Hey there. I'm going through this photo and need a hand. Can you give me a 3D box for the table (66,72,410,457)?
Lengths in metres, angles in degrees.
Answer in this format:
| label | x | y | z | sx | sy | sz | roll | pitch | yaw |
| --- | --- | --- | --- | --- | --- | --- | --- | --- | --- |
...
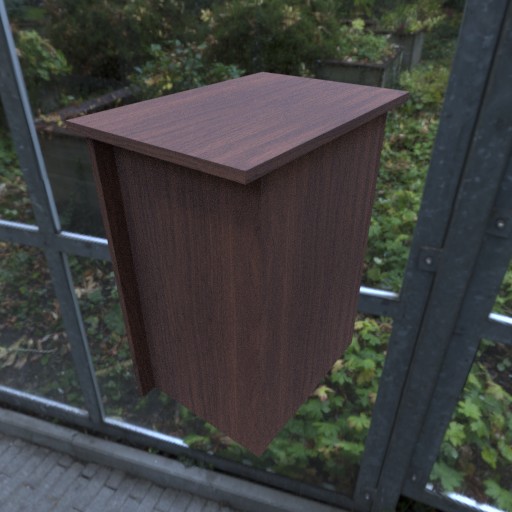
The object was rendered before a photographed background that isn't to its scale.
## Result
| label | x | y | z | sx | sy | sz | roll | pitch | yaw |
| --- | --- | --- | --- | --- | --- | --- | --- | --- | --- |
| table | 0.000 | 0.000 | 1.069 | 0.406 | 0.711 | 0.589 | 22 | 38 | 30 |
